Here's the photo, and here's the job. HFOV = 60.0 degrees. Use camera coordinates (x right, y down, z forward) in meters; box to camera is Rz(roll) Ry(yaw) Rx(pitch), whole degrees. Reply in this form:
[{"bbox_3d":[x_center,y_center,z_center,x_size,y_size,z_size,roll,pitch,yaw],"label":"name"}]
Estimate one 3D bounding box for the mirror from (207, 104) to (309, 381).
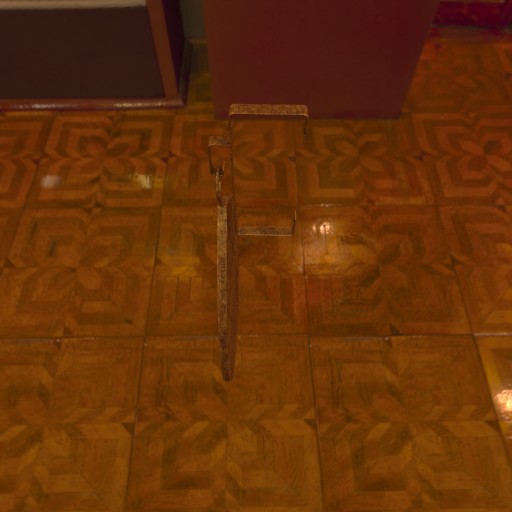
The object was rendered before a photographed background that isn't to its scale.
[{"bbox_3d":[0.000,0.000,0.914,0.144,0.744,0.405,1,58,1],"label":"mirror"}]
